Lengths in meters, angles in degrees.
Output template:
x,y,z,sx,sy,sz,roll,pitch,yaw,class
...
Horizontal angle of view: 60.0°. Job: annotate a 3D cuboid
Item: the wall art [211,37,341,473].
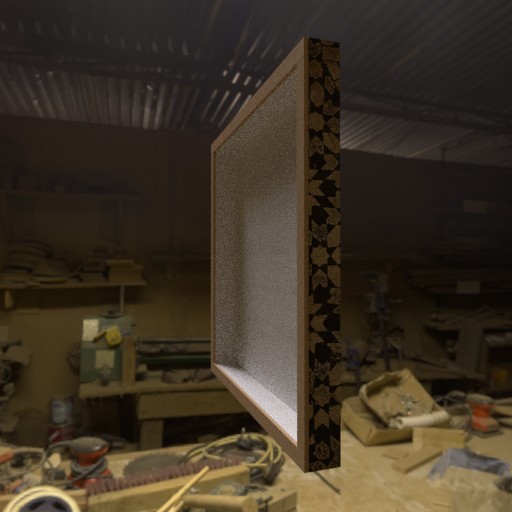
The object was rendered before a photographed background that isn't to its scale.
x,y,z,sx,sy,sz,roll,pitch,yaw,class
0.000,0.000,0.608,0.038,0.405,0.405,0,-1,-18,wall art
